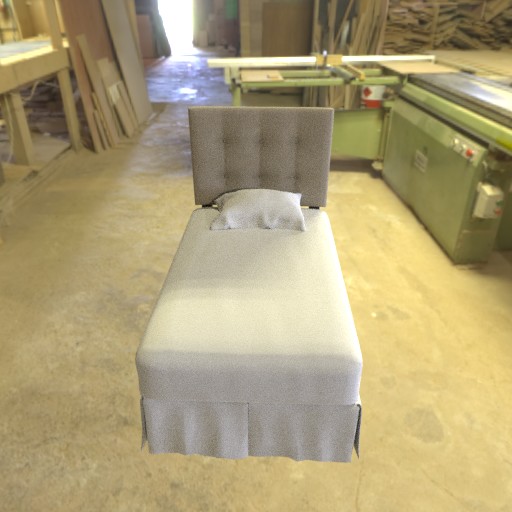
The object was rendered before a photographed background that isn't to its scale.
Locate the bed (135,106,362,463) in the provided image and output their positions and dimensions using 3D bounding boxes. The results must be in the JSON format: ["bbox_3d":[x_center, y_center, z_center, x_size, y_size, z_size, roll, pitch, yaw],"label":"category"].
[{"bbox_3d":[0.000,0.000,3.001,1.261,1.571,1.997,1,30,2],"label":"bed"}]
